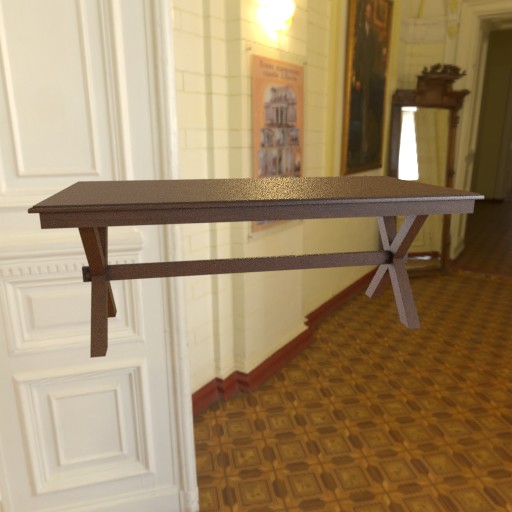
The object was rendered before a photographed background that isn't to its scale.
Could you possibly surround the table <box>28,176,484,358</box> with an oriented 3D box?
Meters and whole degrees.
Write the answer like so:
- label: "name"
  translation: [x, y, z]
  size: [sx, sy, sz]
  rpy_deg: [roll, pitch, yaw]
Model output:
- label: "table"
  translation: [0.000, 0.000, 1.479]
  size: [1.197, 0.459, 0.594]
  rpy_deg: [-3, 16, -11]
